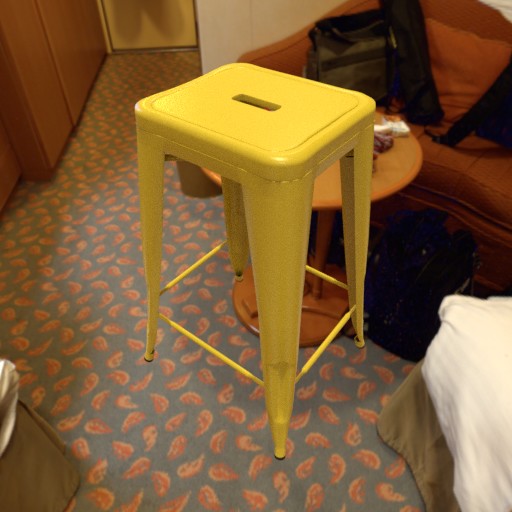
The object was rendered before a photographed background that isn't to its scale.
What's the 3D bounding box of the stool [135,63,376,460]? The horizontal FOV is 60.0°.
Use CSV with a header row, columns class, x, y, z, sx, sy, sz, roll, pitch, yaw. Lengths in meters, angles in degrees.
class,x,y,z,sx,sy,sz,roll,pitch,yaw
stool,0.000,0.000,0.853,0.399,0.609,0.359,27,48,27
